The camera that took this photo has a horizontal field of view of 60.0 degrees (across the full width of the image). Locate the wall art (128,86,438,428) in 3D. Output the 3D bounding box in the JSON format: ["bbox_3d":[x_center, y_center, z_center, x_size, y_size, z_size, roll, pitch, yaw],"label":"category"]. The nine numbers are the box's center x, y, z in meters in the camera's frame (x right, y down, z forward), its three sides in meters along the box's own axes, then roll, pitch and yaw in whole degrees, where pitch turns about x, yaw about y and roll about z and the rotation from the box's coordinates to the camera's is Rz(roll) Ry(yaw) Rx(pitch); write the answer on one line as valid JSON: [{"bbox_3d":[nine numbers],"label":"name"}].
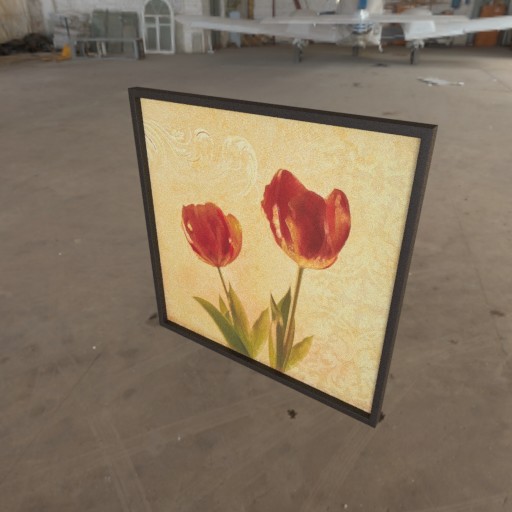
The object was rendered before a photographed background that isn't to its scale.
[{"bbox_3d":[0.000,0.000,1.215,0.805,0.807,0.043,18,34,29],"label":"wall art"}]
